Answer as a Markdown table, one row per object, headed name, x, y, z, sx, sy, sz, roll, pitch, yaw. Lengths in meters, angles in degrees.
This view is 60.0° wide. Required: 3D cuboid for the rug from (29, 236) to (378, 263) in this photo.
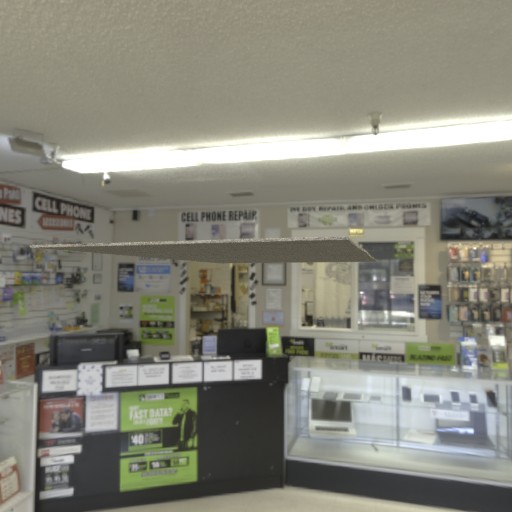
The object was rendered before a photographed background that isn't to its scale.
| name | x | y | z | sx | sy | sz | roll | pitch | yaw |
| --- | --- | --- | --- | --- | --- | --- | --- | --- | --- |
| rug | 0.000 | 0.000 | 3.074 | 1.530 | 0.012 | 2.444 | -1 | -3 | 18 |
